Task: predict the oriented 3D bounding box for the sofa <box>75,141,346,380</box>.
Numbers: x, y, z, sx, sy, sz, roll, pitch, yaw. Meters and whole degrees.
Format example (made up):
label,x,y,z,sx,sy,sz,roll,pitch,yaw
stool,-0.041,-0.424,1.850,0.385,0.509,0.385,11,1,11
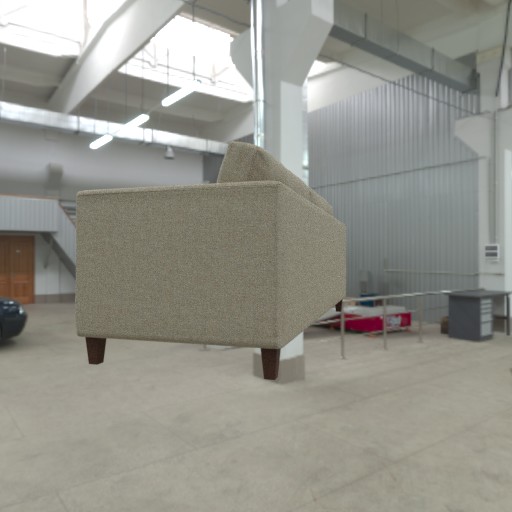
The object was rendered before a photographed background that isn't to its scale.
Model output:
label,x,y,z,sx,sy,sz,roll,pitch,yaw
sofa,0.000,0.000,2.935,0.951,0.965,2.434,0,0,17
